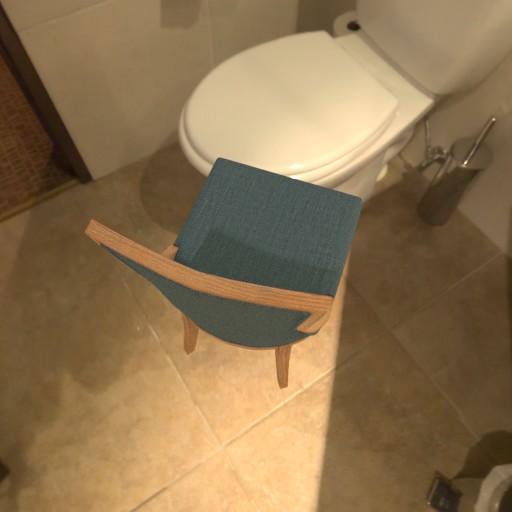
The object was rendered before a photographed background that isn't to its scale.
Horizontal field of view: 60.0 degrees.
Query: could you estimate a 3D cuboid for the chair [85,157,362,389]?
[{"bbox_3d":[0.000,0.000,1.310,0.524,0.947,0.641,18,64,9],"label":"chair"}]
